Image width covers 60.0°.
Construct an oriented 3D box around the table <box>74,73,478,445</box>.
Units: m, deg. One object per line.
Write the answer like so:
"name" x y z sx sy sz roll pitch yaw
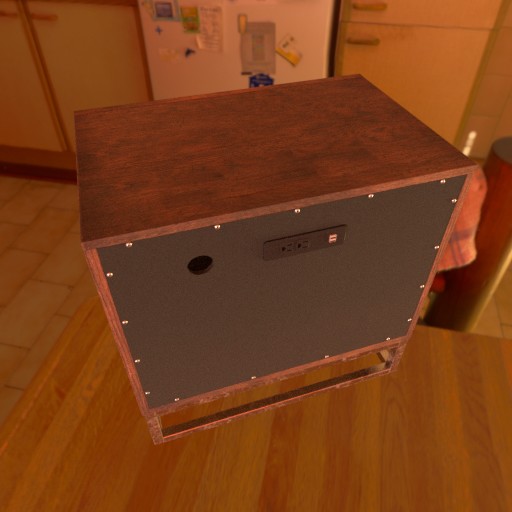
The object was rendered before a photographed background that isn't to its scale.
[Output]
"table" 0.000 0.000 1.238 0.767 0.746 0.542 -13 44 -13
